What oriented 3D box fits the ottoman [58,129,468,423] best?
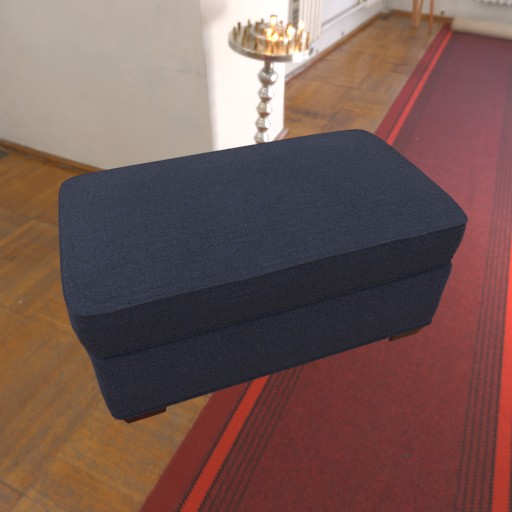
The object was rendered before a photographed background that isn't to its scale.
[{"bbox_3d":[0.000,0.000,1.176,0.895,0.453,0.505,-13,44,-14],"label":"ottoman"}]
